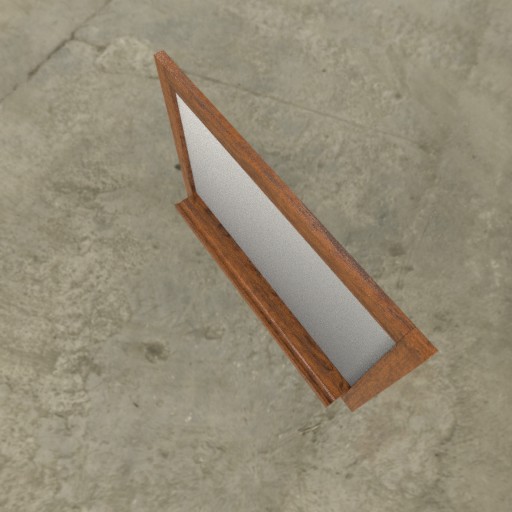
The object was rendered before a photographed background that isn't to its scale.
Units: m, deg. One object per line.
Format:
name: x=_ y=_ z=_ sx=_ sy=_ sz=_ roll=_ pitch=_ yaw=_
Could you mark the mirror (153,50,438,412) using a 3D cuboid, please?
mirror: x=0.000 y=0.000 z=0.986 sx=0.084 sy=0.537 sz=0.758 roll=-33 pitch=68 yaw=-15
